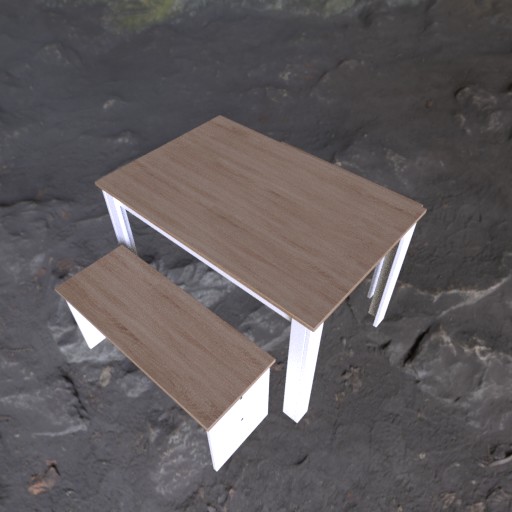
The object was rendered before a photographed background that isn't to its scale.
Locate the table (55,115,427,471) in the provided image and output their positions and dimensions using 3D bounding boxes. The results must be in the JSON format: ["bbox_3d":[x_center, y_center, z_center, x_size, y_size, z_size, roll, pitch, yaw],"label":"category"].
[{"bbox_3d":[0.000,0.000,1.999,1.100,0.700,1.443,32,54,27],"label":"table"}]
